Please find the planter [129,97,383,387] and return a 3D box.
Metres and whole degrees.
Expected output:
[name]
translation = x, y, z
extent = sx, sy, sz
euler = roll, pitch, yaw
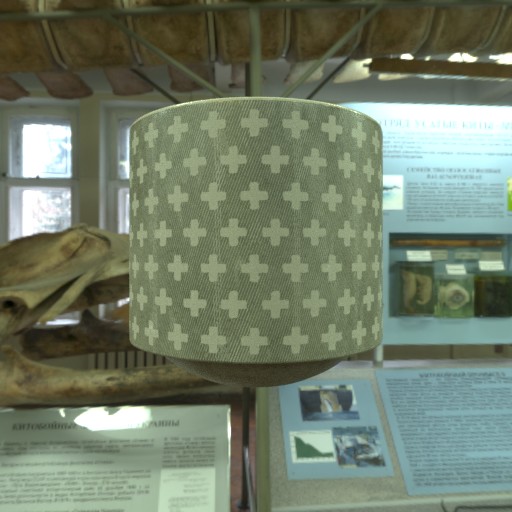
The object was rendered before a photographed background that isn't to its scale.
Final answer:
[planter]
translation = 0.000, 0.000, 0.345
extent = 0.190, 0.181, 0.190
euler = 0, 0, 0
